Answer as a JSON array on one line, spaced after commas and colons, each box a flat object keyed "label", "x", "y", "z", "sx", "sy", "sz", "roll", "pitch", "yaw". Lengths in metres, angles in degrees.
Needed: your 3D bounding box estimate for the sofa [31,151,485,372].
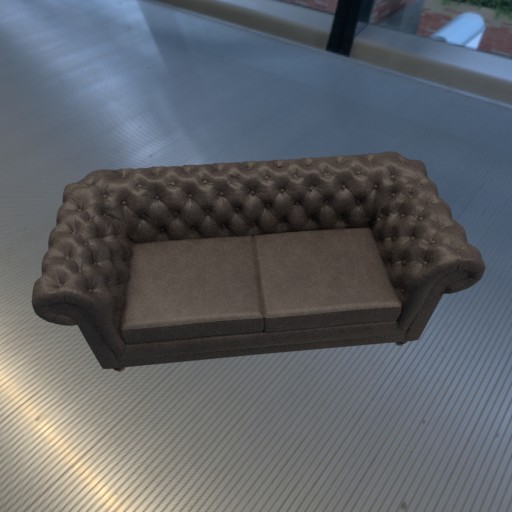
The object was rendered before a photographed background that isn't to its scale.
[{"label": "sofa", "x": 0.000, "y": 0.000, "z": 2.473, "sx": 2.048, "sy": 0.779, "sz": 0.944, "roll": -4, "pitch": 47, "yaw": -4}]
